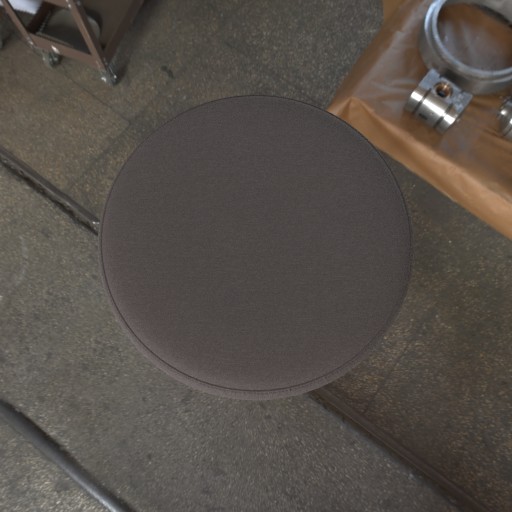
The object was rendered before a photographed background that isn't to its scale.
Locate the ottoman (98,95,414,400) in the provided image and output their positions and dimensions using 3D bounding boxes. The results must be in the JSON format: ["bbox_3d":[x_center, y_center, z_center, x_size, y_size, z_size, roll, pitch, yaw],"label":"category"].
[{"bbox_3d":[0.000,0.000,1.003,0.608,0.433,0.608,0,75,0],"label":"ottoman"}]
